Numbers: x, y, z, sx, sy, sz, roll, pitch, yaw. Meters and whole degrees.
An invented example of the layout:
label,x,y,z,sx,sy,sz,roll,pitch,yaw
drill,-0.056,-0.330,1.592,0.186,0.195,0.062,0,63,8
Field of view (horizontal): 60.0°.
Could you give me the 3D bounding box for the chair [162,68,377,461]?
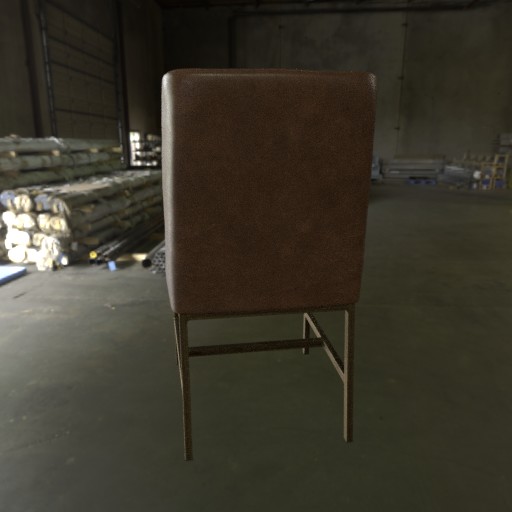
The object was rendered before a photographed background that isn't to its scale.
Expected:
label,x,y,z,sx,sy,sz,roll,pitch,yaw
chair,0.000,0.000,1.230,0.508,0.889,0.587,-2,15,-9
